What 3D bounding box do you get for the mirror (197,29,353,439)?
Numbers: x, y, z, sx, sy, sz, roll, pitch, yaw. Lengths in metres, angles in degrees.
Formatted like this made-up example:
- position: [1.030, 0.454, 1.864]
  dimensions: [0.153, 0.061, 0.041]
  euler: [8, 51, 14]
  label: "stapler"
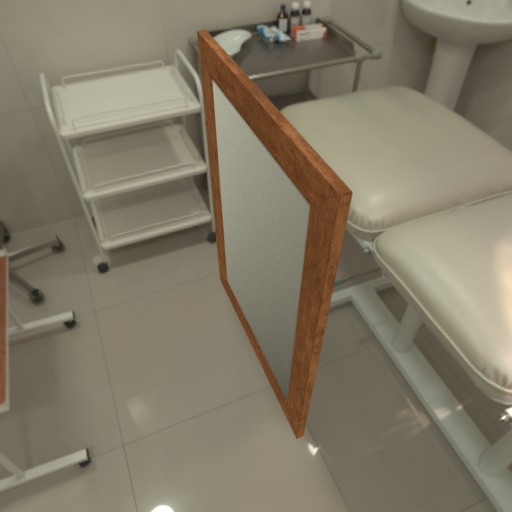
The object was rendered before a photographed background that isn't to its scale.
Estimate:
- position: [0.000, 0.000, 1.411]
  dimensions: [0.028, 1.099, 0.796]
  euler: [-17, 49, -15]
  label: "mirror"
